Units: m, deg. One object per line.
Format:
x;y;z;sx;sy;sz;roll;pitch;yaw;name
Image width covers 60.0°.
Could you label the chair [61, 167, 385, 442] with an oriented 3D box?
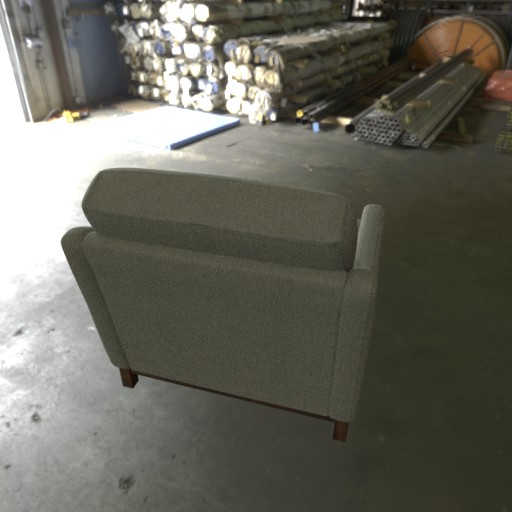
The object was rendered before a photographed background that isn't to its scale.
0.000;0.000;1.524;0.826;0.821;0.892;9;32;14;chair
